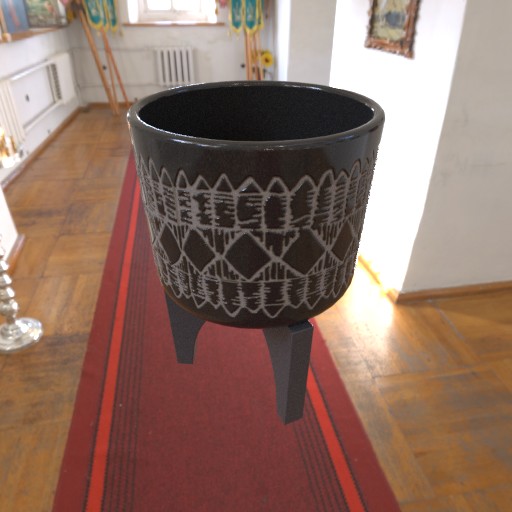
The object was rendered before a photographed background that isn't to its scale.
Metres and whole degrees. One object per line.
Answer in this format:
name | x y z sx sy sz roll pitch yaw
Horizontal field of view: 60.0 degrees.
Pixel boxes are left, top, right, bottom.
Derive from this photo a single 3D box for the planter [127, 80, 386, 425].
planter | 0.000 0.000 0.533 0.251 0.355 0.251 20 38 29
